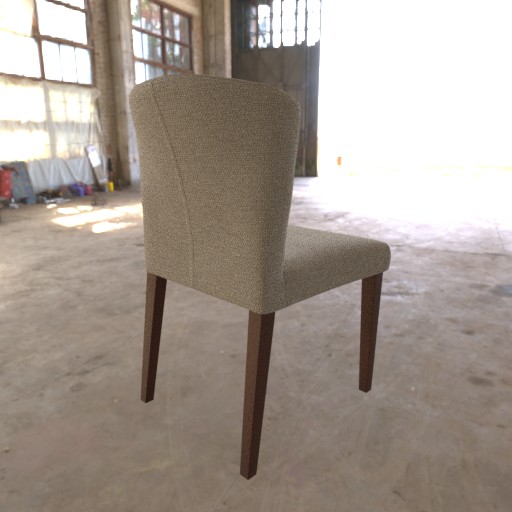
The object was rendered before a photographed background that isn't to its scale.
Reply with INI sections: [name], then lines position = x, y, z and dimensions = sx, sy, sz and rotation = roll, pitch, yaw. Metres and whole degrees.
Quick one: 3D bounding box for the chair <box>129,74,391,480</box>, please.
[chair]
position = 0.000, 0.000, 1.177
dimensions = 0.491, 0.839, 0.589
rotation = 14, 20, 43
